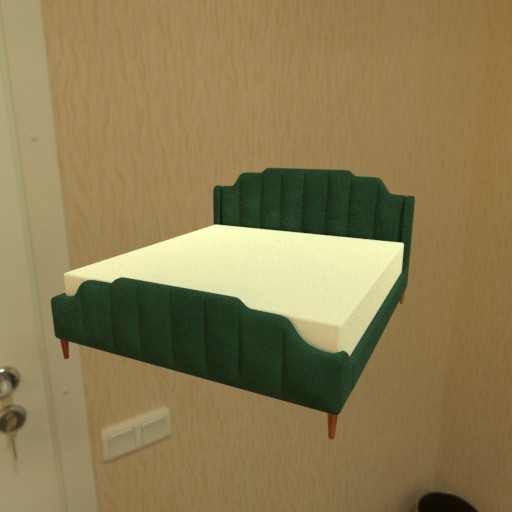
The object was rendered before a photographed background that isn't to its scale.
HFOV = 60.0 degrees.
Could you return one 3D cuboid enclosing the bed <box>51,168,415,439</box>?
[{"bbox_3d":[0.000,0.000,3.561,2.074,1.245,2.340,7,17,25],"label":"bed"}]
